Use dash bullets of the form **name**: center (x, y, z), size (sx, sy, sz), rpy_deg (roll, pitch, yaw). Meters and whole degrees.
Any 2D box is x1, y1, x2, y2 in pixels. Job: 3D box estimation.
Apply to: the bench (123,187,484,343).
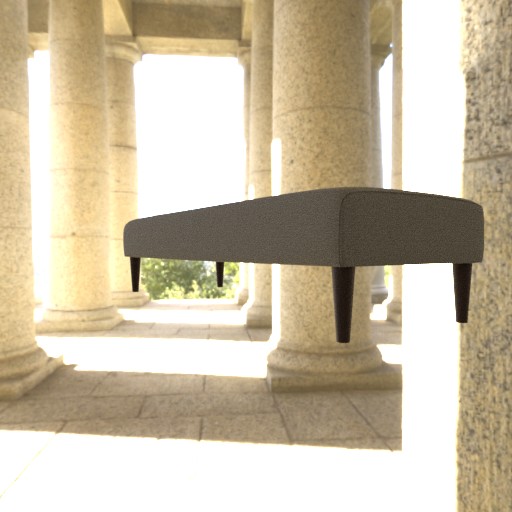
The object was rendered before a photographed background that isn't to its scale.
- **bench**: center (0.000, 0.000, 1.846), size (0.646, 0.393, 1.609), rpy_deg (-1, 1, -34)
